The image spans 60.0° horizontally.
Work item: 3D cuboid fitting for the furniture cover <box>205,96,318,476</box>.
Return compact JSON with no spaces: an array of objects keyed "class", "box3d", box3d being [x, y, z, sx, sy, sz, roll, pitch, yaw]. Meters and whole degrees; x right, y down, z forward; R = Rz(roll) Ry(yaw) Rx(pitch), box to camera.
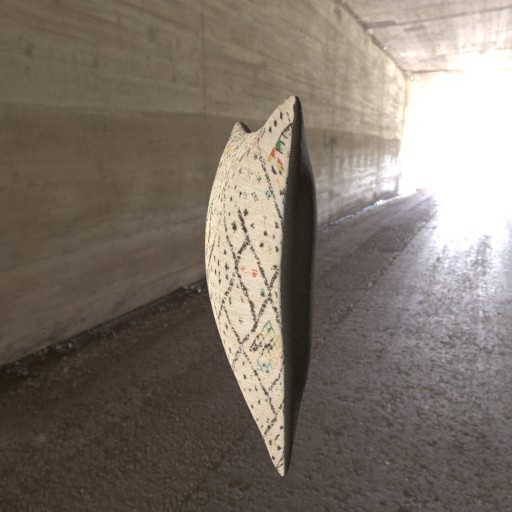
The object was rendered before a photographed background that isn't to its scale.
[{"class":"furniture cover","box3d":[0.000,0.000,0.801,0.180,0.498,0.525,-2,14,-9]}]
